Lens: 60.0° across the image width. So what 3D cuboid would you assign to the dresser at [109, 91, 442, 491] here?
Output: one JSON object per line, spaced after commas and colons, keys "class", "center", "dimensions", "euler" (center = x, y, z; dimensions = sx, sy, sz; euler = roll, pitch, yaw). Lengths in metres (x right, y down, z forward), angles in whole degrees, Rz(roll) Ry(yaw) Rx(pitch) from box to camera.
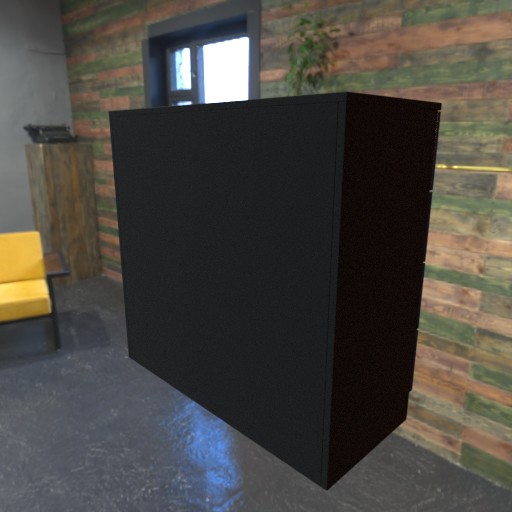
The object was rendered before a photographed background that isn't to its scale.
{"class": "dresser", "center": [0.000, 0.000, 1.133], "dimensions": [0.360, 0.720, 0.750], "euler": [-14, 21, -43]}
